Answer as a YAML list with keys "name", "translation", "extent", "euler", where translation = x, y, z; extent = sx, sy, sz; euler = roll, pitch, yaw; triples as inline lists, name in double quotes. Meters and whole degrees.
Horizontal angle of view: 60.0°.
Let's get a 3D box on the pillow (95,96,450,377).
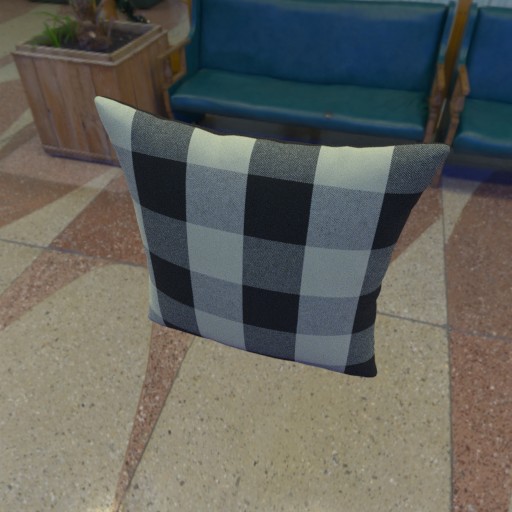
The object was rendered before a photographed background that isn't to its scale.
- name: "pillow"
  translation: [0.000, 0.000, 0.779]
  extent: [0.511, 0.509, 0.161]
  euler: [12, 43, 13]
